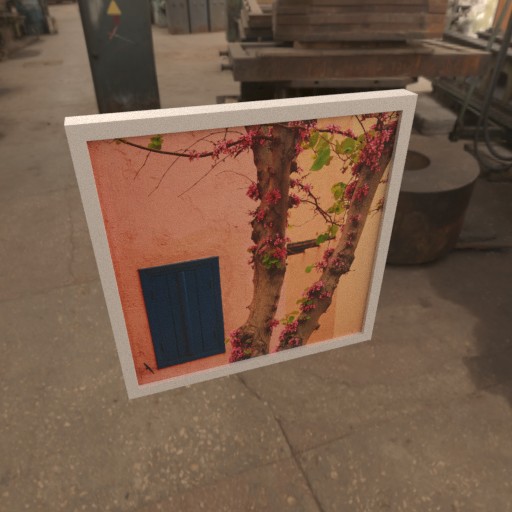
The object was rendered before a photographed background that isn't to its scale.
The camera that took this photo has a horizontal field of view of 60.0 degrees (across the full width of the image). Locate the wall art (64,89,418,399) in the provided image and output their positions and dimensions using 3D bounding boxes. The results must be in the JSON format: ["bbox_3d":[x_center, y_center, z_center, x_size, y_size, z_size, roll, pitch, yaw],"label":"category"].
[{"bbox_3d":[0.000,0.000,0.763,0.507,0.508,0.038,-10,34,-15],"label":"wall art"}]
